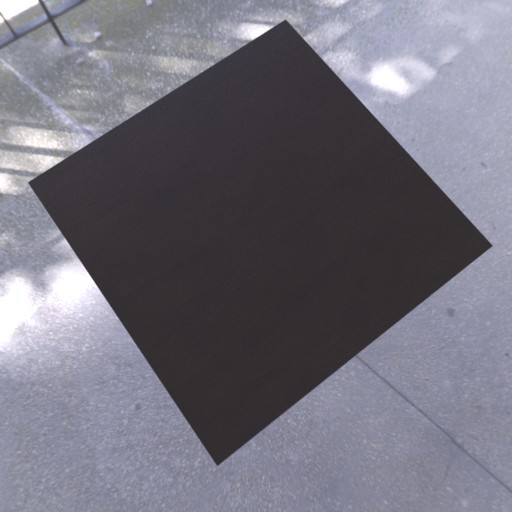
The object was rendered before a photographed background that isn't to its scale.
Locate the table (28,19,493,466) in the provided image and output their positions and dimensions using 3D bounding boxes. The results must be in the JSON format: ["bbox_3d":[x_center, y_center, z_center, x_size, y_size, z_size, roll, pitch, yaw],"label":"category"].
[{"bbox_3d":[0.000,0.000,1.371,0.749,0.770,0.749,-36,78,-9],"label":"table"}]
